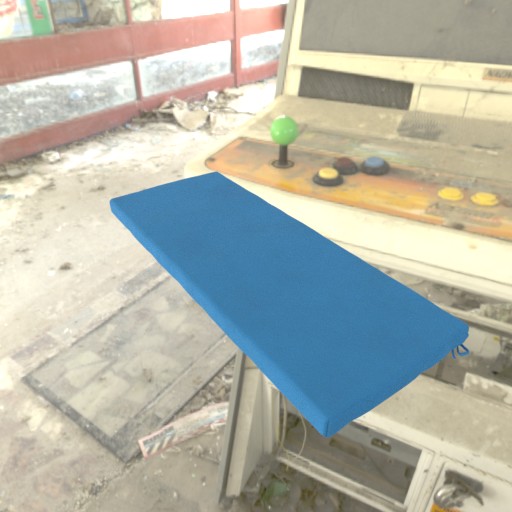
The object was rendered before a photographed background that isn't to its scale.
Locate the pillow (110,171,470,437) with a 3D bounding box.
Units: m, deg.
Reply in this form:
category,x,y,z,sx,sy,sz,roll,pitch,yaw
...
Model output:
category,x,y,z,sx,sy,sz,roll,pitch,yaw
pillow,0.000,0.000,1.328,0.492,0.081,1.187,-21,39,-29
